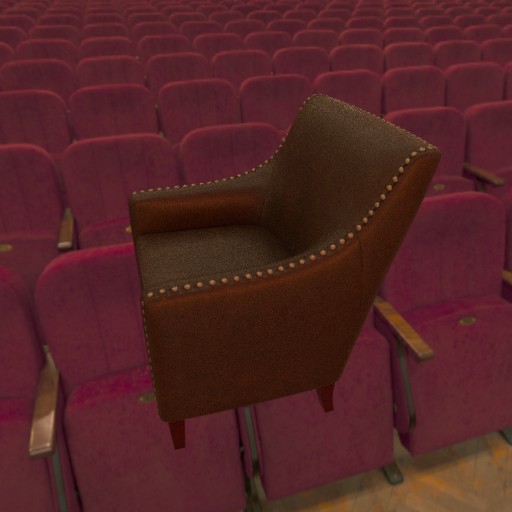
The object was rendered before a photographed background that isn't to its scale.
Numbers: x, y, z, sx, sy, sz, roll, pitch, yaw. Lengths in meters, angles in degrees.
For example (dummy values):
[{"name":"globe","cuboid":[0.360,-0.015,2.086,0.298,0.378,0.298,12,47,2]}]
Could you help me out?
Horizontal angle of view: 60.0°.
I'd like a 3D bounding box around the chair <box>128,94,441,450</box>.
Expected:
[{"name":"chair","cuboid":[0.000,0.000,1.337,0.704,0.813,0.639,-9,32,-14]}]
